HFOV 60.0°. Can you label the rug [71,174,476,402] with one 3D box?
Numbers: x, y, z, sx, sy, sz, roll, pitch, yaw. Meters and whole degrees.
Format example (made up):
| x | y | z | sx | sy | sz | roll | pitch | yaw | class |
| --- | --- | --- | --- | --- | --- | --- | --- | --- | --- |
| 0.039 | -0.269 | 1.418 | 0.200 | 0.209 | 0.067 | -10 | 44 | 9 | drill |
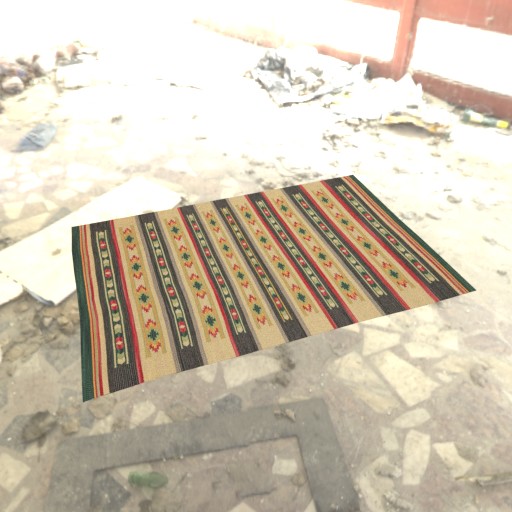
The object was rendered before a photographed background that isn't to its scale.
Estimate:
| x | y | z | sx | sy | sz | roll | pitch | yaw | class |
| --- | --- | --- | --- | --- | --- | --- | --- | --- | --- |
| 0.000 | 0.000 | 2.953 | 2.311 | 0.010 | 1.522 | -13 | 41 | -15 | rug |
